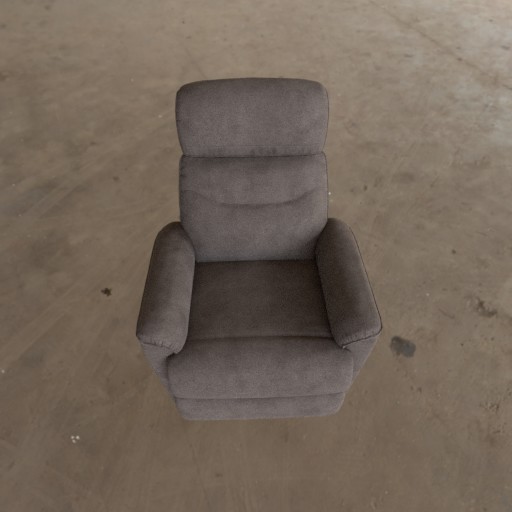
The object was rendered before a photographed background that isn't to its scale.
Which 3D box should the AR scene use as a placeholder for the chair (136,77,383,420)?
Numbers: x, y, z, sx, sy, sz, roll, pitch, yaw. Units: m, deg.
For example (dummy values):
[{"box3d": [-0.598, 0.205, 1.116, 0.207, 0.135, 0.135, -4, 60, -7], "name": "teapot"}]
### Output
[{"box3d": [0.000, 0.000, 1.773, 0.830, 1.036, 1.009, -2, 48, -1], "name": "chair"}]
